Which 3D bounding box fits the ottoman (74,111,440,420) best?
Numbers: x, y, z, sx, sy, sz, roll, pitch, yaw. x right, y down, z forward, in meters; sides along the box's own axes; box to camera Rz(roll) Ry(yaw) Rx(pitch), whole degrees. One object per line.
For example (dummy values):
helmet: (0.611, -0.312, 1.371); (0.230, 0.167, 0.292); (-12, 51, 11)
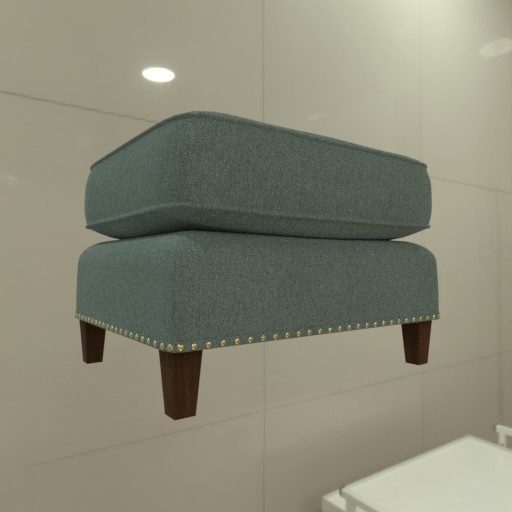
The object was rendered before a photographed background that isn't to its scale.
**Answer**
ottoman: (0.000, 0.000, 1.115); (0.738, 0.537, 0.589); (1, -1, -36)
